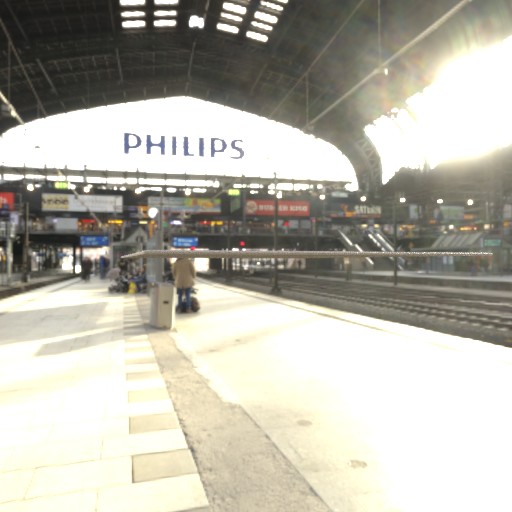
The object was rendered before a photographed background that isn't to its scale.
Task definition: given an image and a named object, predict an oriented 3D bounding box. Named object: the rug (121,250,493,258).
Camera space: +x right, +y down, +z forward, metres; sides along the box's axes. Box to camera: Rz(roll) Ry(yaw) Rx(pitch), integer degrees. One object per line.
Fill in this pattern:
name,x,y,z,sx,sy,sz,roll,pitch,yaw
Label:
rug,0.000,0.000,2.877,1.608,0.014,2.213,0,-1,-19
